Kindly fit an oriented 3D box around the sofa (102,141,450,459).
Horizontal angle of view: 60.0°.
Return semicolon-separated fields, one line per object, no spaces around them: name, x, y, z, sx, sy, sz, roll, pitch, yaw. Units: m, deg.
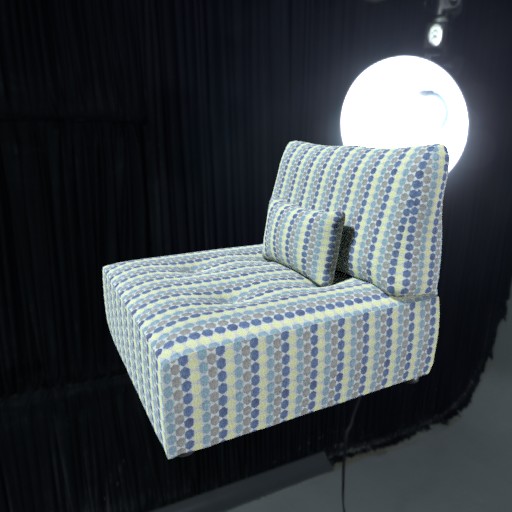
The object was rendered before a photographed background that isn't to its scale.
sofa;0.000;0.000;1.676;1.000;0.830;0.930;-8;17;-26
